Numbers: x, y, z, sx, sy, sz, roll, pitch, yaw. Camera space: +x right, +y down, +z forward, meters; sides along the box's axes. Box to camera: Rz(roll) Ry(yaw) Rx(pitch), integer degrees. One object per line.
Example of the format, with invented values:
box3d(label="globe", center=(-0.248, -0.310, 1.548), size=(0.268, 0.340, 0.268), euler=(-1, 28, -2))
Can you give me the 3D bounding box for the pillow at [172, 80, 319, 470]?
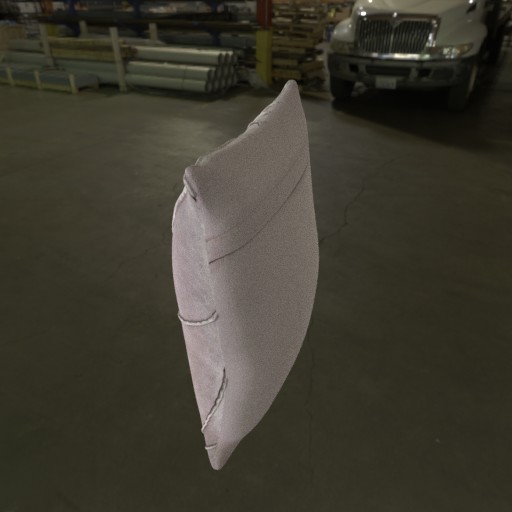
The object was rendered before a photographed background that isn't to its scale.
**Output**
box3d(label="pillow", center=(0.000, 0.000, 0.672), size=(0.185, 0.440, 0.439), euler=(9, 32, 14))
